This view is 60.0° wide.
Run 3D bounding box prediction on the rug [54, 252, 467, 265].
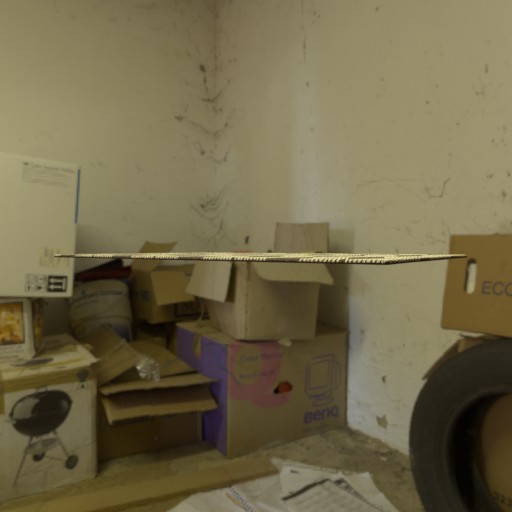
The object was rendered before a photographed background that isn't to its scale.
[{"bbox_3d":[0.000,0.000,2.341,1.833,0.016,1.210,1,1,36],"label":"rug"}]
